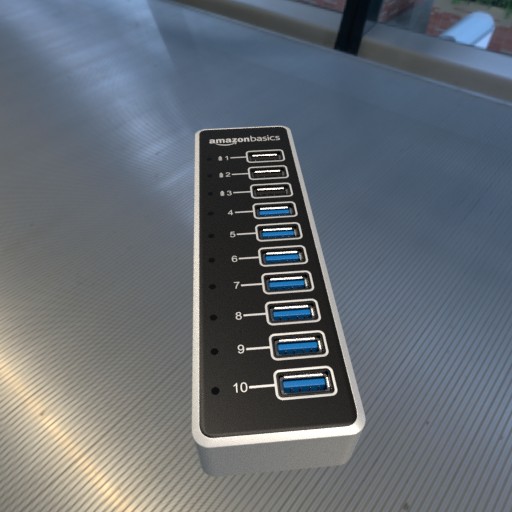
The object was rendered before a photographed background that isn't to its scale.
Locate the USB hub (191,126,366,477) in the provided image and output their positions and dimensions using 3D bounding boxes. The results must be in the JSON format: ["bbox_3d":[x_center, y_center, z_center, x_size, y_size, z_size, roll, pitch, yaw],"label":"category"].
[{"bbox_3d":[0.000,0.000,0.166,0.044,0.023,0.145,-4,47,-3],"label":"USB hub"}]
